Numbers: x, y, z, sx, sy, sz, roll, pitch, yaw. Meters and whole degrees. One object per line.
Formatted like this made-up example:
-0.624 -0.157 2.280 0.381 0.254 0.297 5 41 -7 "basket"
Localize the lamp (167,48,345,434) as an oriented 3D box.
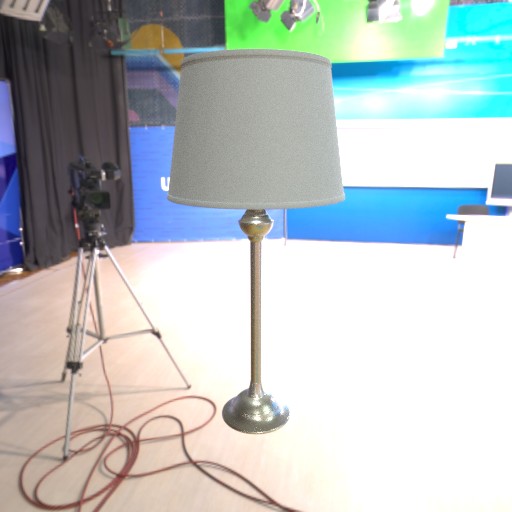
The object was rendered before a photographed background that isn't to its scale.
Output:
0.000 0.000 0.866 0.331 0.698 0.331 0 15 0 "lamp"
